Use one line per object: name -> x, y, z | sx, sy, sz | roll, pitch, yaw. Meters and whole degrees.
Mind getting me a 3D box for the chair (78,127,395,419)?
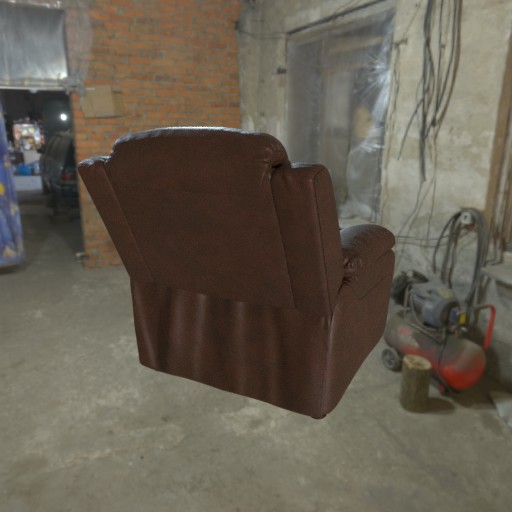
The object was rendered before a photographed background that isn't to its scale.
chair -> 0.000, 0.000, 1.266 | 0.680, 0.702, 0.707 | 8, 17, 26
